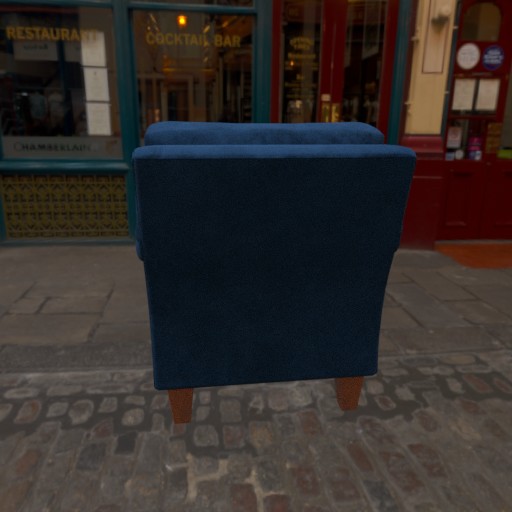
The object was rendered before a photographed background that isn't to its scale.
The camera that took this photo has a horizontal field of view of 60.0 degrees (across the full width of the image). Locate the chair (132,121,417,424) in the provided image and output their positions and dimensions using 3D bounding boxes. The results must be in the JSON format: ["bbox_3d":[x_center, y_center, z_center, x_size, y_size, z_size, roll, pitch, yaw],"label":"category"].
[{"bbox_3d":[0.000,0.000,1.882,0.895,1.076,1.078,-2,15,-7],"label":"chair"}]
